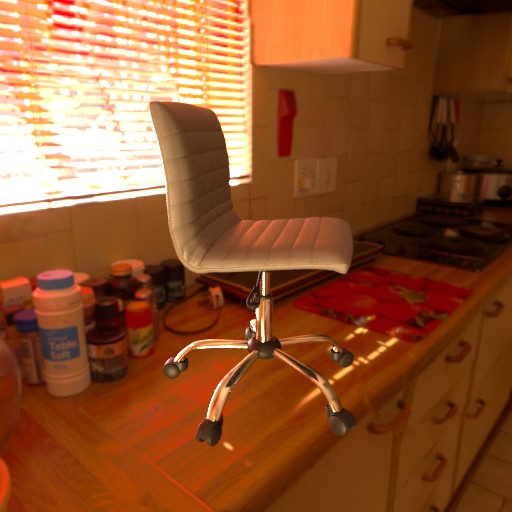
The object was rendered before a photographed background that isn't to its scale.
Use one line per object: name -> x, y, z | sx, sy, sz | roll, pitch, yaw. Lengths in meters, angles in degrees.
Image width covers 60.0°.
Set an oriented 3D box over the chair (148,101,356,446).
chair -> 0.000, 0.000, 1.139 | 0.542, 0.750, 0.569 | 3, 16, 11
